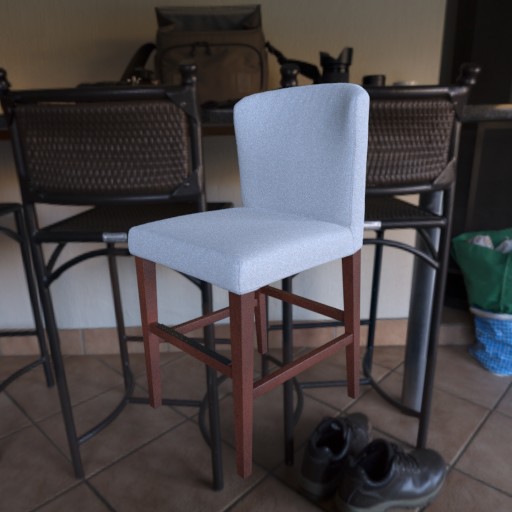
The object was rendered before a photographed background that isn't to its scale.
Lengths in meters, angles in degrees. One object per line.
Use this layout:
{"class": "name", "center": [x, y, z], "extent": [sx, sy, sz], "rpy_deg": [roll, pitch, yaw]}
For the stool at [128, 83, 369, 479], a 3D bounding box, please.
{"class": "stool", "center": [0.000, 0.000, 1.291], "extent": [0.568, 0.968, 0.479], "rpy_deg": [-15, 22, -43]}
